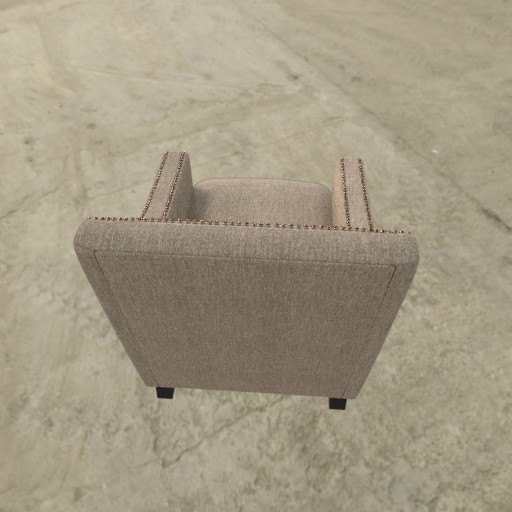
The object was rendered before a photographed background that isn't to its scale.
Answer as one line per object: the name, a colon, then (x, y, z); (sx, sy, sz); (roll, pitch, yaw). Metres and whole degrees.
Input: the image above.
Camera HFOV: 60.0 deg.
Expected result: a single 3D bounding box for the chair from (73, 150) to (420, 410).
chair: (0.000, 0.000, 1.586); (0.776, 0.967, 0.884); (3, 47, 3)
